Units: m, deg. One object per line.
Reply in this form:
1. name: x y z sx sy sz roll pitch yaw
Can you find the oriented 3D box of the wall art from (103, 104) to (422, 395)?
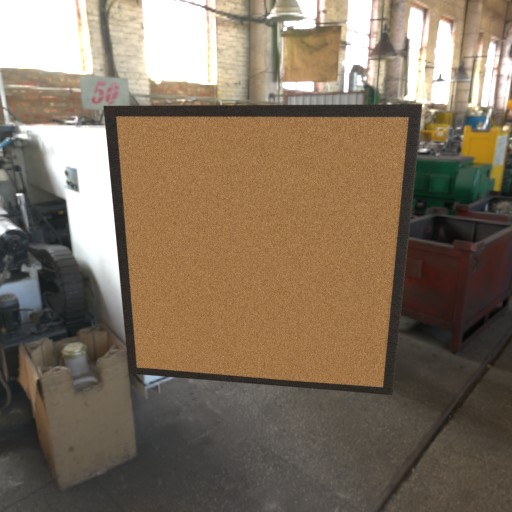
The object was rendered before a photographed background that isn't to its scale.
1. wall art: 0.000 0.000 1.072 0.695 0.691 0.029 2 17 8
